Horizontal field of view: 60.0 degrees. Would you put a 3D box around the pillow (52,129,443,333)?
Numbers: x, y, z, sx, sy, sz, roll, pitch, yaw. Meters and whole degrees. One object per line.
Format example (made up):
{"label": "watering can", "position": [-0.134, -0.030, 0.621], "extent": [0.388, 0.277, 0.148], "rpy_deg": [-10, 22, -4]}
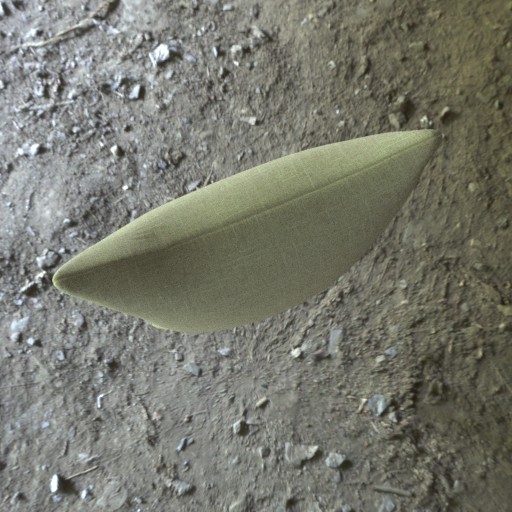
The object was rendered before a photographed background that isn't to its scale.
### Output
{"label": "pillow", "position": [0.000, 0.000, 0.625], "extent": [0.414, 0.399, 0.173], "rpy_deg": [-22, 76, -6]}
